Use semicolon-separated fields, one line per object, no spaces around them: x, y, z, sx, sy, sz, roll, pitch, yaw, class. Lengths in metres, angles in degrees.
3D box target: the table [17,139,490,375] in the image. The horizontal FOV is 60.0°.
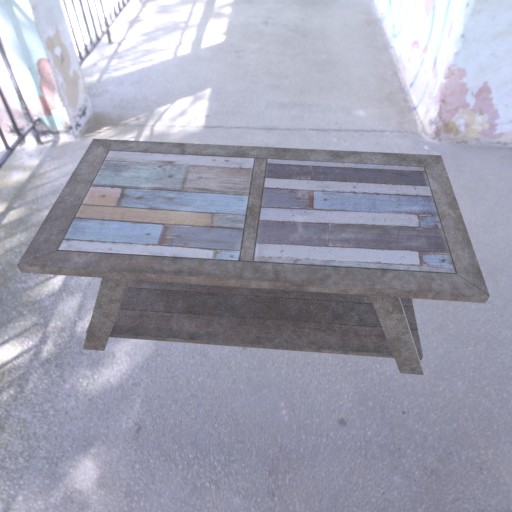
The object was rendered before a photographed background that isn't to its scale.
0.000;0.000;1.515;1.219;0.470;0.610;4;47;3;table
